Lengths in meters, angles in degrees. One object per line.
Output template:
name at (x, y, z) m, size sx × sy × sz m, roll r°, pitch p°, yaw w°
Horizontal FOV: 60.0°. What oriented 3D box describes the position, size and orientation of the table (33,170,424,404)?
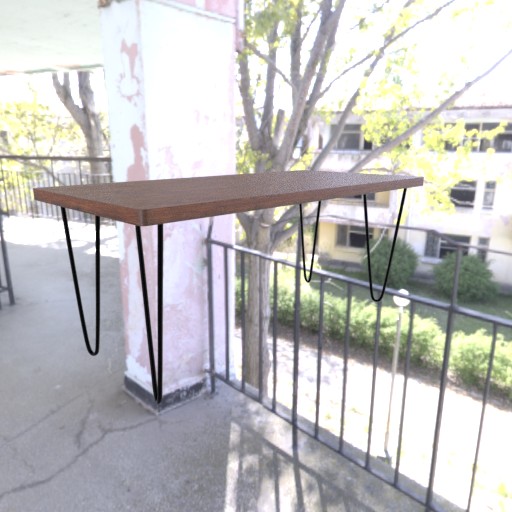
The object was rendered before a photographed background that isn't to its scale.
table at (0.000, 0.000, 2.265) m, size 1.791 × 0.753 × 0.883 m, roll -14°, pitch 20°, yaw -43°
